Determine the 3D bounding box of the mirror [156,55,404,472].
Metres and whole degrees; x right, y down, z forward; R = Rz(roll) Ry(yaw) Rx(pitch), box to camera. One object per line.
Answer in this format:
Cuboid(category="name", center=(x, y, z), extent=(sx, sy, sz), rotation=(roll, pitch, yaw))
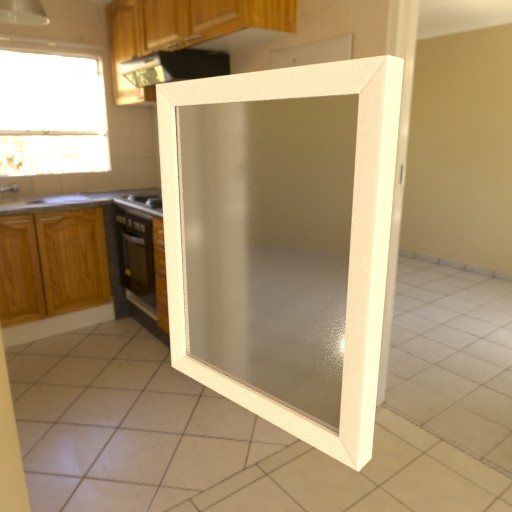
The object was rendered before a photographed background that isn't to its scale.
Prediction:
Cuboid(category="mirror", center=(0.000, 0.000, 0.665), extent=(0.405, 0.508, 0.041), rotation=(14, 20, 41))
